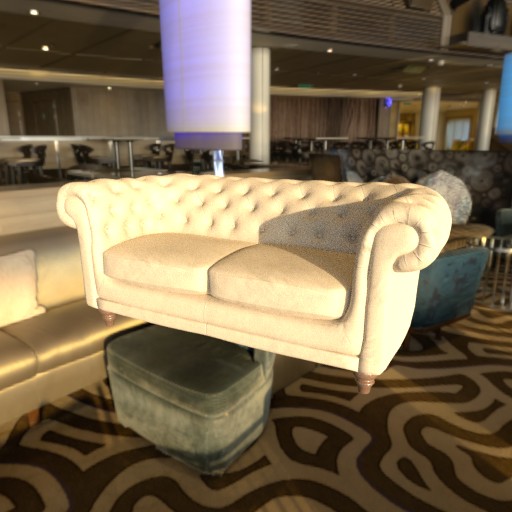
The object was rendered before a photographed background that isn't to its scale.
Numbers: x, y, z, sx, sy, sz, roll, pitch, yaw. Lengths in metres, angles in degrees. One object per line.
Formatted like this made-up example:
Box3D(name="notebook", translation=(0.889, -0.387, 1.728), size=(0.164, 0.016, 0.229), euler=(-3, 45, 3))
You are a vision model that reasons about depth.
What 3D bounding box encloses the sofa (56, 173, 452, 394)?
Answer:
Box3D(name="sofa", translation=(0.000, 0.000, 2.492), size=(1.988, 0.835, 1.069), euler=(8, 17, 27))
